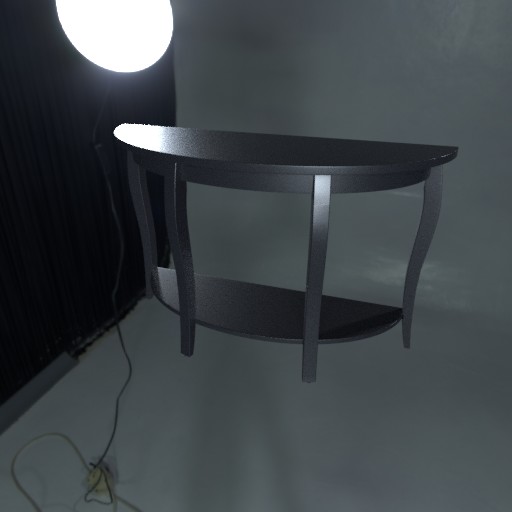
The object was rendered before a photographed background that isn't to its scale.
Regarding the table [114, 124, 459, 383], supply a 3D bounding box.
[{"bbox_3d":[0.000,0.000,1.583,1.219,0.780,0.394,8,28,16],"label":"table"}]
